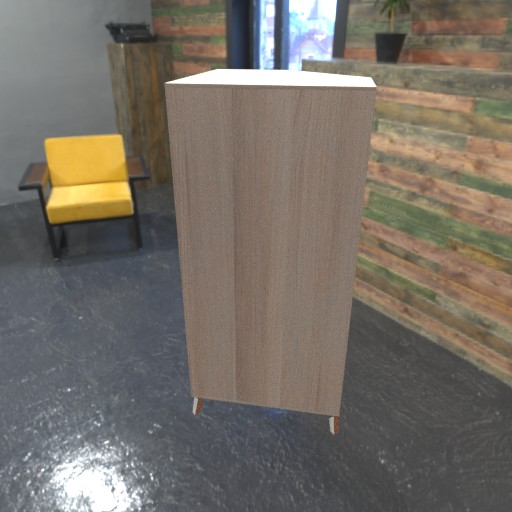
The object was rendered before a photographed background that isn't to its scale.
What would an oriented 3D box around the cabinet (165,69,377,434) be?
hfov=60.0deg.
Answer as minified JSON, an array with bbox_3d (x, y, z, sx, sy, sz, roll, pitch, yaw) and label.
[{"bbox_3d":[0.000,0.000,2.614,0.969,1.957,1.272,-17,31,-31],"label":"cabinet"}]
